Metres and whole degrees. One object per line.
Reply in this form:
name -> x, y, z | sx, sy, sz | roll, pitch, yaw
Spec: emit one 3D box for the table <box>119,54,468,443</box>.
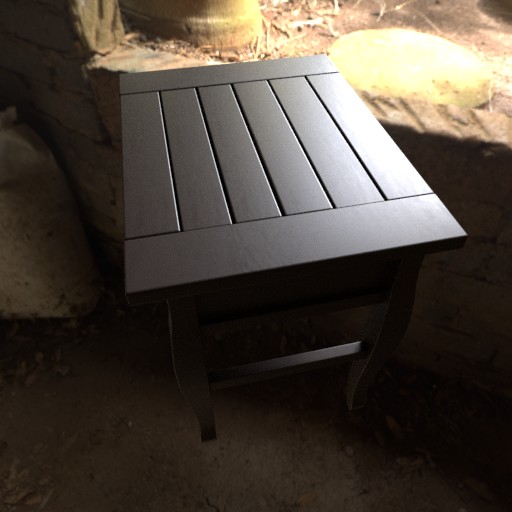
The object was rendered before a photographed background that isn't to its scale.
table -> 0.000, 0.000, 0.989 | 0.460, 0.605, 0.602 | -9, 48, -9
